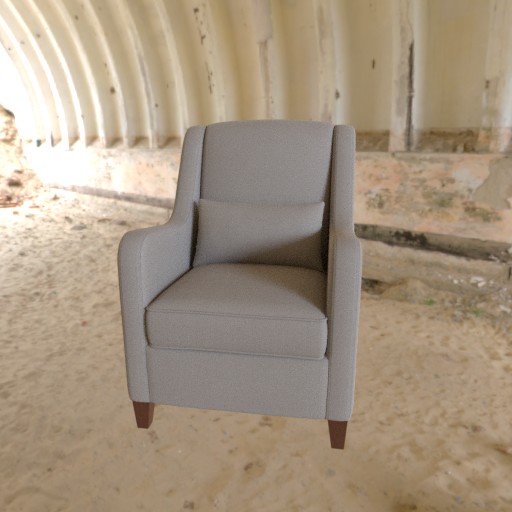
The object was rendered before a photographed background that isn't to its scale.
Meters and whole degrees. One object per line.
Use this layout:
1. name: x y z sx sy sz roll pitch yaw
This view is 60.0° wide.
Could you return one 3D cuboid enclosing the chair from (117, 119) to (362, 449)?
1. chair: 0.000 0.000 1.661 0.715 1.010 0.863 2 15 9
